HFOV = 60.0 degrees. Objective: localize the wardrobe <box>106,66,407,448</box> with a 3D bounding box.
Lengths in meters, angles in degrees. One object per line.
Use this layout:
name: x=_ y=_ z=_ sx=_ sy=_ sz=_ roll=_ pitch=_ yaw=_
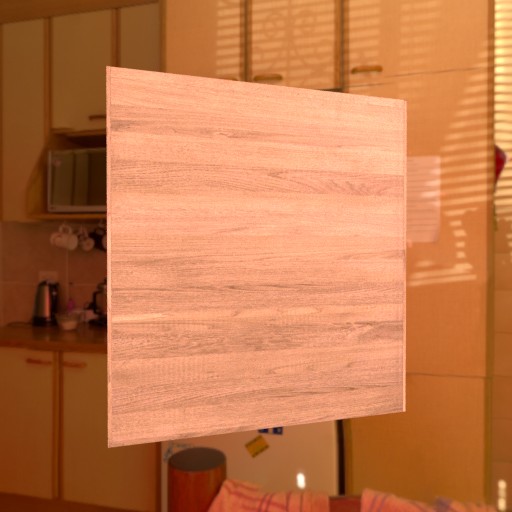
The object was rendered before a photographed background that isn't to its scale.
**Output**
wardrobe: x=0.000 y=0.000 z=2.825 sx=1.780 sy=1.960 sz=0.629 roll=0 pitch=1 yaw=-17
